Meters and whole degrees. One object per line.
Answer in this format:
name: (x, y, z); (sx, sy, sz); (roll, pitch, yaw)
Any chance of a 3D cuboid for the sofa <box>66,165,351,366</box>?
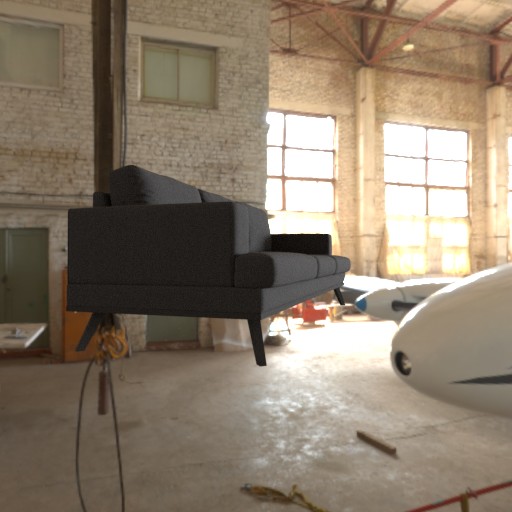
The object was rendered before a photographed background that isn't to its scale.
sofa: (0.000, 0.000, 2.790); (0.920, 0.810, 2.310); (0, 0, 19)
